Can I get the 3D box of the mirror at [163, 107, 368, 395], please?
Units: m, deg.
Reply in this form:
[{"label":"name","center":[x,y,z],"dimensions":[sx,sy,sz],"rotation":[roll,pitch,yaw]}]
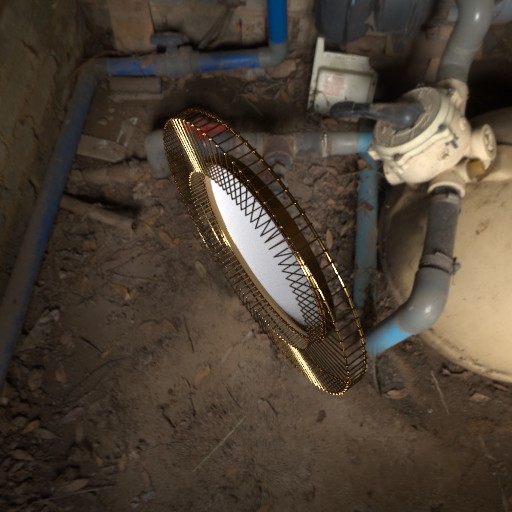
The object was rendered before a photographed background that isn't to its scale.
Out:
[{"label":"mirror","center":[0.000,0.000,1.022],"dimensions":[0.067,0.703,0.703],"rotation":[-32,69,-14]}]
